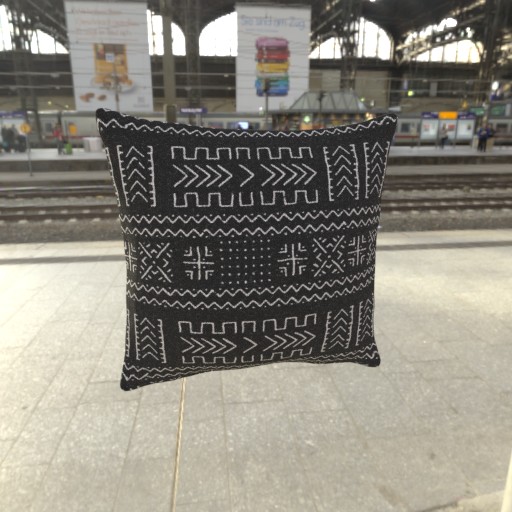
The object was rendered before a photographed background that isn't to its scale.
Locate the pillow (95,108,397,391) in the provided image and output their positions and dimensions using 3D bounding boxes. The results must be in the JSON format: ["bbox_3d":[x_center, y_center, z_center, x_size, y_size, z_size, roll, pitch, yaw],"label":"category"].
[{"bbox_3d":[0.000,0.000,0.683,0.438,0.430,0.164,-3,16,-9],"label":"pillow"}]
